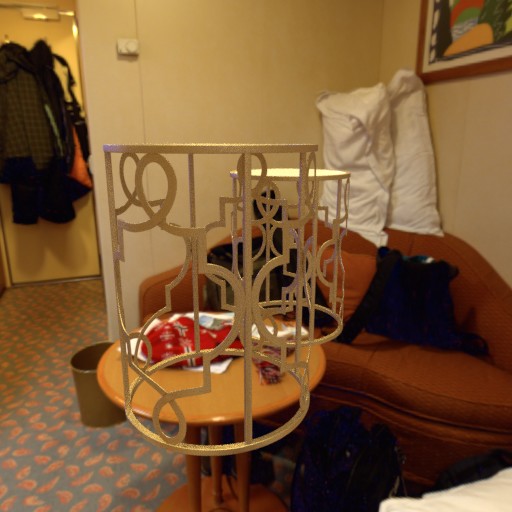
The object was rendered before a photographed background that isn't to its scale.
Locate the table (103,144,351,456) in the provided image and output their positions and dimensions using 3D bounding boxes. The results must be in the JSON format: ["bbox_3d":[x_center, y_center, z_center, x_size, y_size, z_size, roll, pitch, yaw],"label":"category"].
[{"bbox_3d":[0.000,0.000,1.150,0.420,0.564,0.846,6,16,23],"label":"table"}]
